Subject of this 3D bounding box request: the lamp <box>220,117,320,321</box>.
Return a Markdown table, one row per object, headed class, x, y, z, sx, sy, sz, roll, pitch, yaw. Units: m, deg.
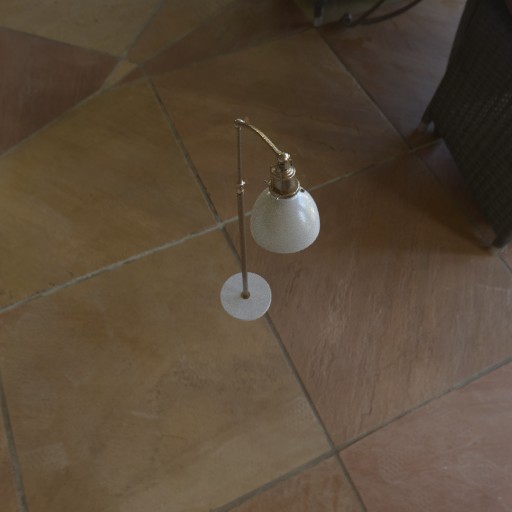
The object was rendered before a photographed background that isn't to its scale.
| class | x | y | z | sx | sy | sz | roll | pitch | yaw |
| --- | --- | --- | --- | --- | --- | --- | --- | --- | --- |
| lamp | 0.000 | 0.000 | 1.758 | 0.288 | 1.586 | 0.599 | -20 | 64 | -10 |
